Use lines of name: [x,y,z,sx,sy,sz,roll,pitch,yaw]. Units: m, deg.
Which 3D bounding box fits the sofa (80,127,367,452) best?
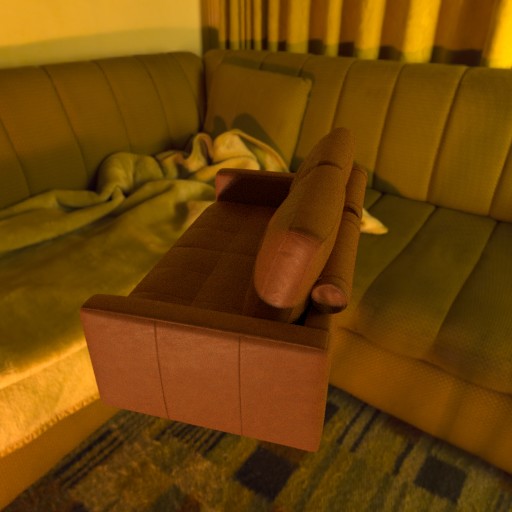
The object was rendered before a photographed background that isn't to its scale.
sofa: [0.000,0.000,1.963,0.868,0.898,1.430,8,31,13]
